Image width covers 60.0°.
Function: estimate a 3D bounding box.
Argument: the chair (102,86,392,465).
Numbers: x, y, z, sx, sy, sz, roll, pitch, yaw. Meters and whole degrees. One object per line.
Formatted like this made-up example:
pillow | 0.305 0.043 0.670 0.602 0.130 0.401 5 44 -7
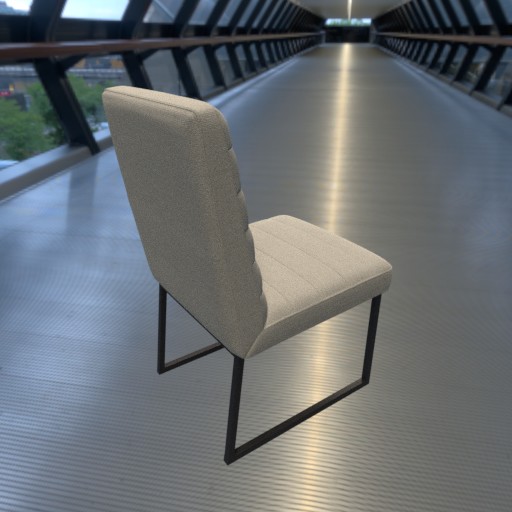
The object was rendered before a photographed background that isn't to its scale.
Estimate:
chair | 0.000 0.000 1.294 0.634 0.930 0.520 -17 30 -31
